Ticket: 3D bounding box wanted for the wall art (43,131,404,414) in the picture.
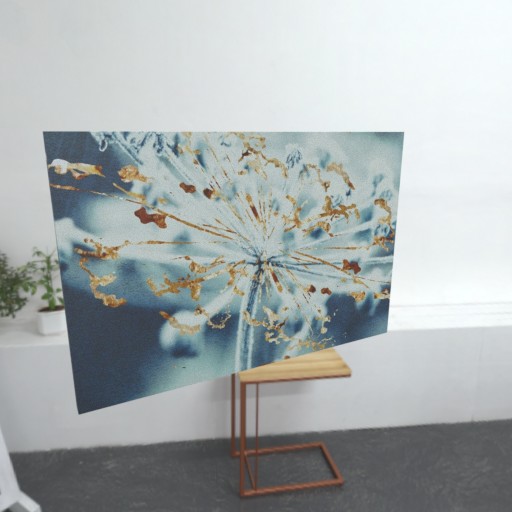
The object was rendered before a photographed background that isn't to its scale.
[{"bbox_3d":[0.000,0.000,1.126,0.912,0.608,0.038,-8,17,-27],"label":"wall art"}]
